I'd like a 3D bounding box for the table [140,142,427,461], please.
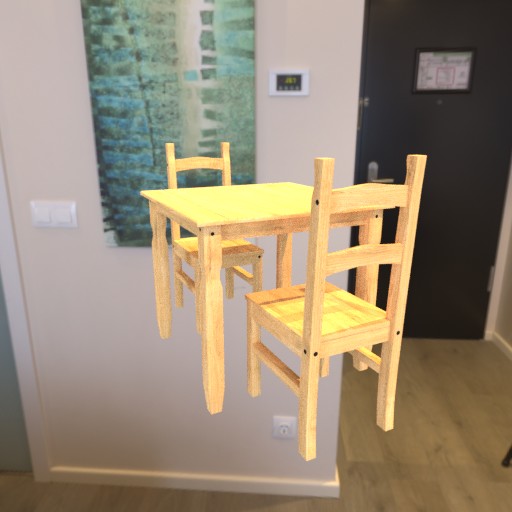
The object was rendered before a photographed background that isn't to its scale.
[{"bbox_3d":[0.000,0.000,1.982,0.813,0.942,1.501,-8,18,-25],"label":"table"}]
